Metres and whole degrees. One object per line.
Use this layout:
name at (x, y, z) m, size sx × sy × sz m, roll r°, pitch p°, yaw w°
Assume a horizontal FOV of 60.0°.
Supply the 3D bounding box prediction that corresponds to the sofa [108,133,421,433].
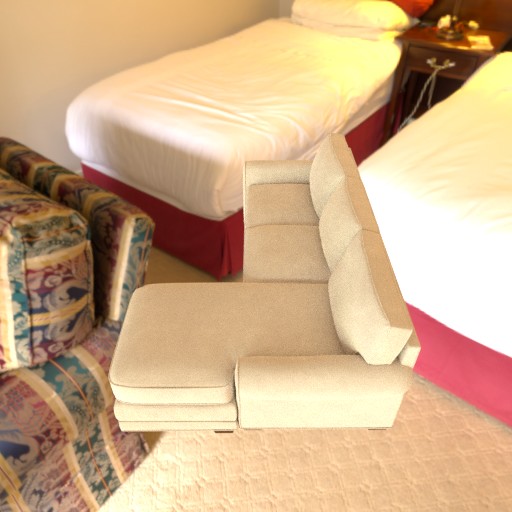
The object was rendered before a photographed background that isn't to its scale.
sofa at (0.000, 0.000, 2.403) m, size 1.226 × 0.734 × 1.770 m, roll 0°, pitch 40°, yaw 0°
